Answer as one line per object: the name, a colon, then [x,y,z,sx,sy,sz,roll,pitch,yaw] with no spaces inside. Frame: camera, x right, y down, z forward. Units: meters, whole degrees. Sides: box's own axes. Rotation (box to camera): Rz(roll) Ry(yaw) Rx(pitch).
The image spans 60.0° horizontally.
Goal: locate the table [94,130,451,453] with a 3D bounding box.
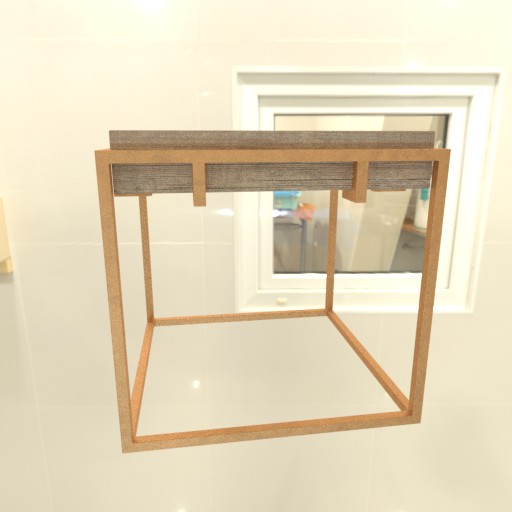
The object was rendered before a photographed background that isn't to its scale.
table: [0.000,0.000,1.085,0.599,0.584,0.599,-2,15,-8]
